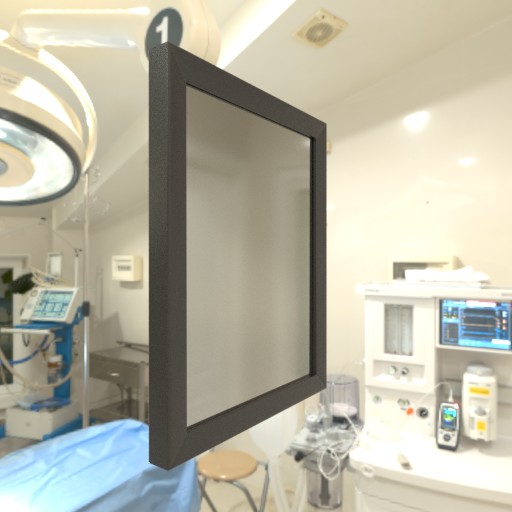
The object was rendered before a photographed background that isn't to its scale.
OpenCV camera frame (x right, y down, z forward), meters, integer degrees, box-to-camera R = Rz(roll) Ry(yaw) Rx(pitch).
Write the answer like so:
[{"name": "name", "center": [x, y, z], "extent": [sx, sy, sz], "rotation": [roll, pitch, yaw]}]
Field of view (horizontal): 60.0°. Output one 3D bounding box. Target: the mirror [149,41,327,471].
[{"name": "mirror", "center": [0.000, 0.000, 0.698], "extent": [0.041, 0.508, 0.405], "rotation": [0, 0, 36]}]
